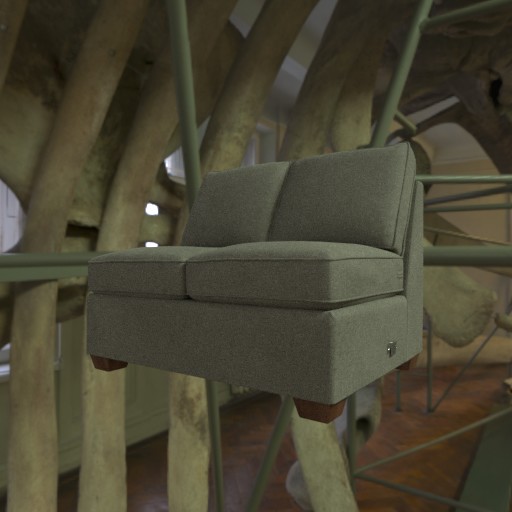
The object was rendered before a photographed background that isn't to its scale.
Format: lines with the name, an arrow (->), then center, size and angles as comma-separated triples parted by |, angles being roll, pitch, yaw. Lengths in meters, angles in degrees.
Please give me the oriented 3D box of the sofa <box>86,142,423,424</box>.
sofa -> 0.000, 0.000, 2.003 | 1.237, 1.008, 0.951 | 0, 0, 35
